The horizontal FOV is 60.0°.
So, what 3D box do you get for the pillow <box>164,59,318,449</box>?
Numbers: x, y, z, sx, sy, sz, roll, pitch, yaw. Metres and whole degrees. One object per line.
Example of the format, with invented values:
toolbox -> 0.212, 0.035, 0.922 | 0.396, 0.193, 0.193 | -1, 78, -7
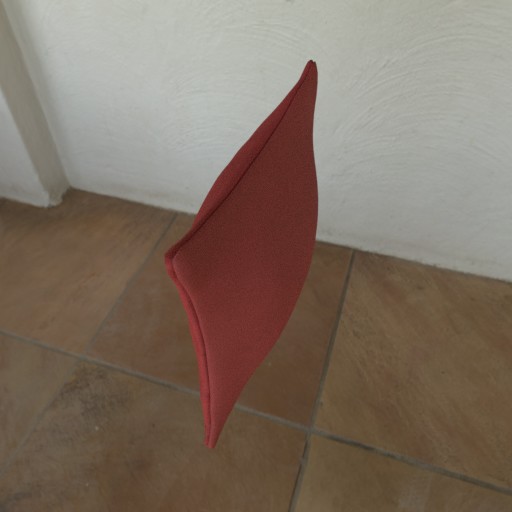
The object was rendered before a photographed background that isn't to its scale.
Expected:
pillow -> 0.000, 0.000, 0.656 | 0.151, 0.416, 0.435 | 16, 48, 15
